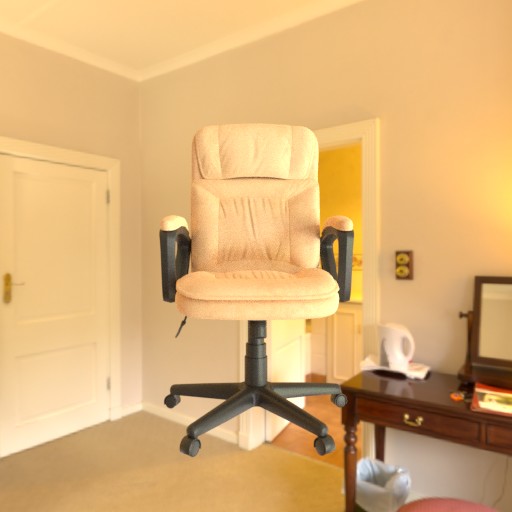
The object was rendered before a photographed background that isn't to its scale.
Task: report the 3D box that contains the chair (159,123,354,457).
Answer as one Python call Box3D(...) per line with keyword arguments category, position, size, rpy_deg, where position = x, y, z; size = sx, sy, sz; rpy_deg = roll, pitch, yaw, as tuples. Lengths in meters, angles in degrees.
Box3D(category="chair", position=(0.000, 0.000, 1.566), size=(0.667, 1.105, 0.724), rpy_deg=(0, 1, -1))
